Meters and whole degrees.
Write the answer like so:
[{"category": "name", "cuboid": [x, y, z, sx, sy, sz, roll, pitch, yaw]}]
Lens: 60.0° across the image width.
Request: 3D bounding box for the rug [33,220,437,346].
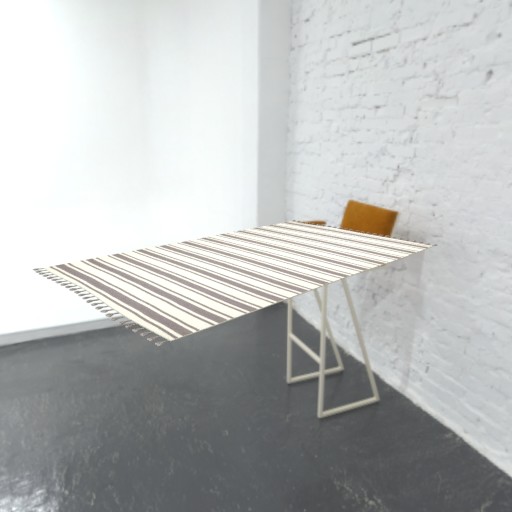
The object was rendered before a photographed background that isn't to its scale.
[{"category": "rug", "cuboid": [0.000, 0.000, 2.591, 2.096, 0.011, 1.229, -14, 20, -42]}]
